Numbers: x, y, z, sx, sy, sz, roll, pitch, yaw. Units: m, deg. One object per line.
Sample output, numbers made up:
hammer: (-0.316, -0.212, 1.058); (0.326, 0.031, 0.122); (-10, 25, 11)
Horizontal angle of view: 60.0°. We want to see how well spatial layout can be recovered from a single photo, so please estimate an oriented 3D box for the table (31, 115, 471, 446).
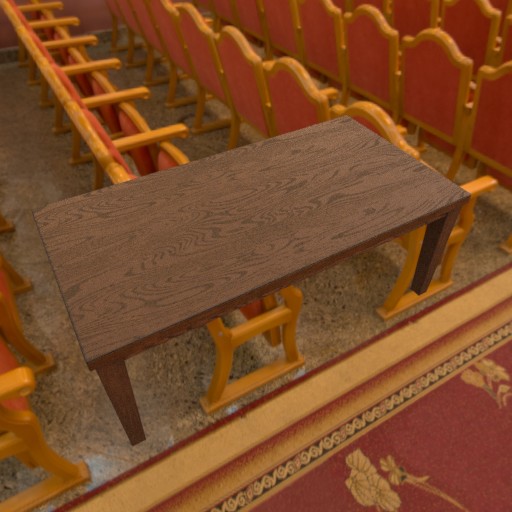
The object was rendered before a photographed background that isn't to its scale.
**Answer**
table: (0.000, 0.000, 2.497); (1.981, 0.762, 1.016); (-22, 48, -21)
